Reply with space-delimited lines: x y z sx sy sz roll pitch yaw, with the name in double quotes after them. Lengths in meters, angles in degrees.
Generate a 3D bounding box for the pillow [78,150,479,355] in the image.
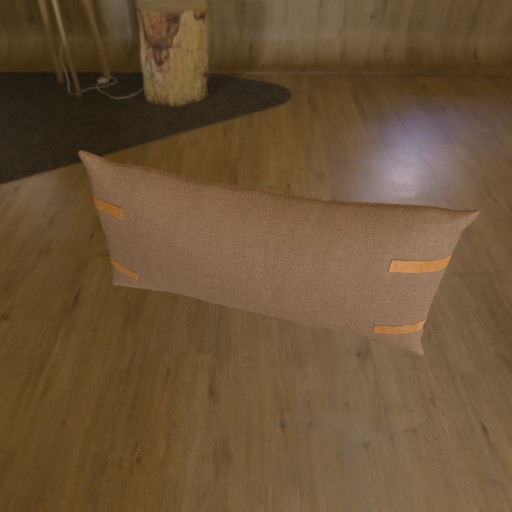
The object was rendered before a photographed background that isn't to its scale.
0.000 0.000 0.740 0.612 0.308 0.148 11 43 12 "pillow"
